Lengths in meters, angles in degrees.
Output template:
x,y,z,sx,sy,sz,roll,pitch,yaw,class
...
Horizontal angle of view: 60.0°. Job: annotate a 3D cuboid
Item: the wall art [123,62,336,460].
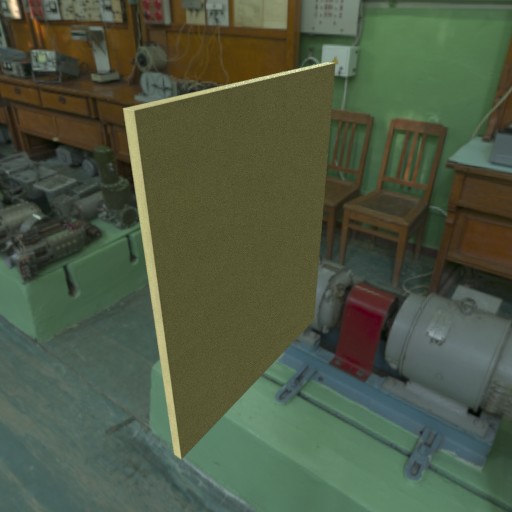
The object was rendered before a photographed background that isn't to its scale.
x,y,z,sx,sy,sz,roll,pitch,yaw,class
0.000,0.000,1.340,0.030,1.002,0.798,20,36,30,wall art
